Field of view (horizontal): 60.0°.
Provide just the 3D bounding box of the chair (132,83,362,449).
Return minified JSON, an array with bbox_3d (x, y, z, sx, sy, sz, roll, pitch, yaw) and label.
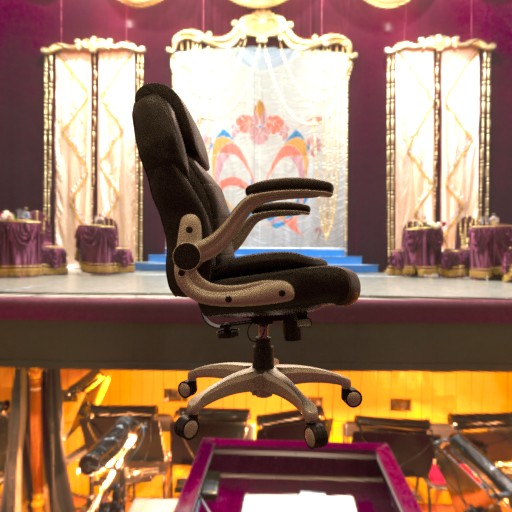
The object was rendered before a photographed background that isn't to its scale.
[{"bbox_3d":[0.000,0.000,1.642,0.801,1.141,0.724,0,1,1],"label":"chair"}]
